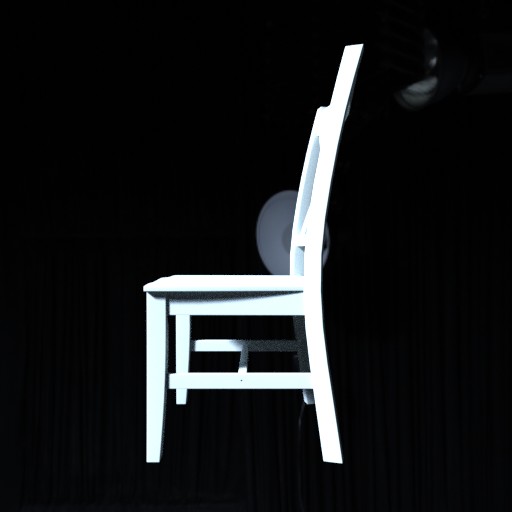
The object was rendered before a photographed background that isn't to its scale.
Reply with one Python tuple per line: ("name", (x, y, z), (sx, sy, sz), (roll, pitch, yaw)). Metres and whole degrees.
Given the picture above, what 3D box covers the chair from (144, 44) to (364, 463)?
("chair", (0.000, 0.000, 1.270), (0.542, 0.983, 0.485), (0, 1, 0))
